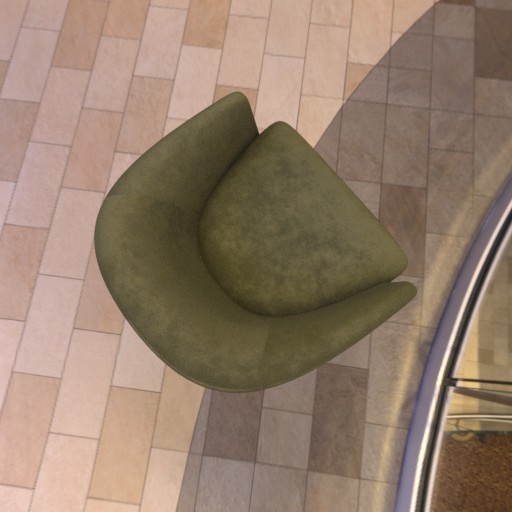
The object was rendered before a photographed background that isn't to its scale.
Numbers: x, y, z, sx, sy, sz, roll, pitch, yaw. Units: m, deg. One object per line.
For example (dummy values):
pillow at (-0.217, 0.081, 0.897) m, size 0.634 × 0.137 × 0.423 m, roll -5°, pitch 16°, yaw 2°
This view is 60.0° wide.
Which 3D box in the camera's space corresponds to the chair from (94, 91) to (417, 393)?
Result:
chair at (0.000, 0.000, 1.401) m, size 0.767 × 0.698 × 0.773 m, roll -38°, pitch 79°, yaw -9°
